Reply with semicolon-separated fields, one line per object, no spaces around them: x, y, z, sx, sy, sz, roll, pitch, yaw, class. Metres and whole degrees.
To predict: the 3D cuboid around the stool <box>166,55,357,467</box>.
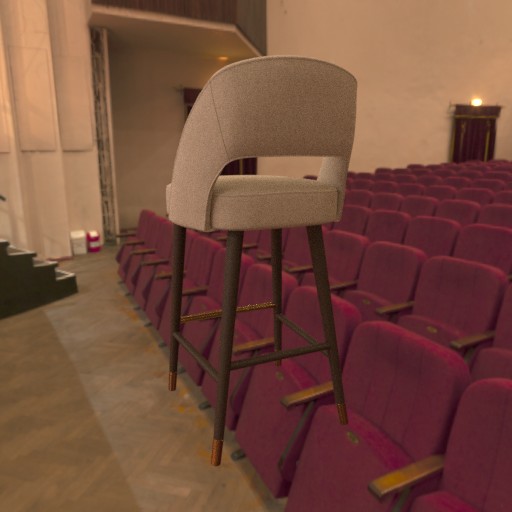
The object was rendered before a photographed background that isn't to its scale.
0.000;0.000;1.339;0.494;1.037;0.509;-6;15;-25;stool
